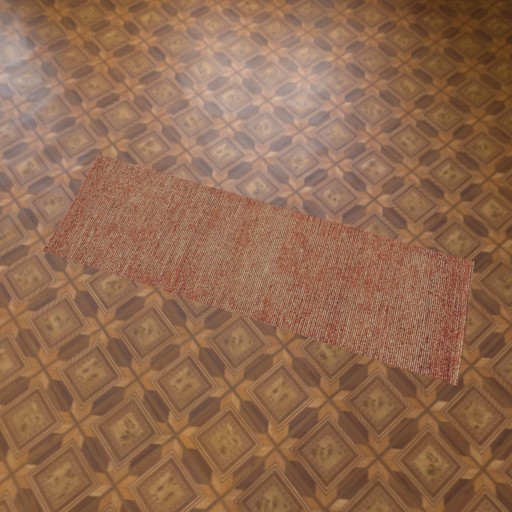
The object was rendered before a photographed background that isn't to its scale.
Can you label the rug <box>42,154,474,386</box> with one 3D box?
[{"bbox_3d":[0.000,0.000,2.500,2.353,0.013,0.718,17,66,8],"label":"rug"}]
